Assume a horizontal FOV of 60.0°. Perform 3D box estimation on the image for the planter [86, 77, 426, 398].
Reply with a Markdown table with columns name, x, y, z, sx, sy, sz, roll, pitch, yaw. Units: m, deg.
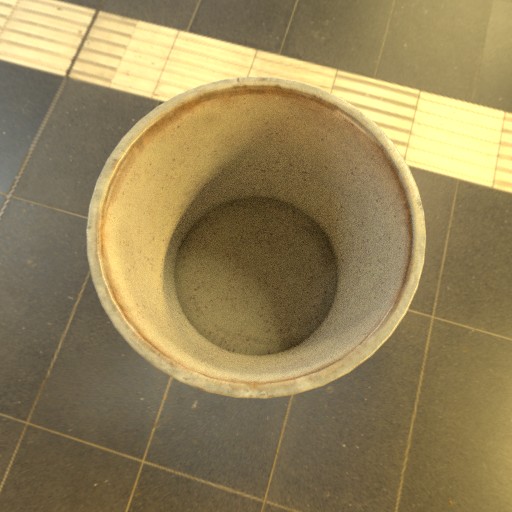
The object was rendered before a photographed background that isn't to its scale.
| name | x | y | z | sx | sy | sz | roll | pitch | yaw |
| --- | --- | --- | --- | --- | --- | --- | --- | --- | --- |
| planter | 0.000 | 0.000 | 0.312 | 0.186 | 0.144 | 0.186 | 0 | 74 | 0 |
